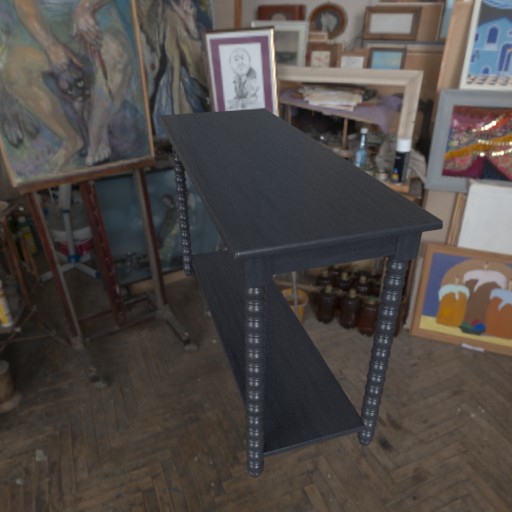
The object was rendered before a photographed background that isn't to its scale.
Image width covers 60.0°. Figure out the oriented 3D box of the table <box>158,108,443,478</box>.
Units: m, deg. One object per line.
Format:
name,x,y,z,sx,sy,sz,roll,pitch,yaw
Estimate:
table,0.000,0.000,1.527,0.459,0.735,1.184,-9,31,-15
